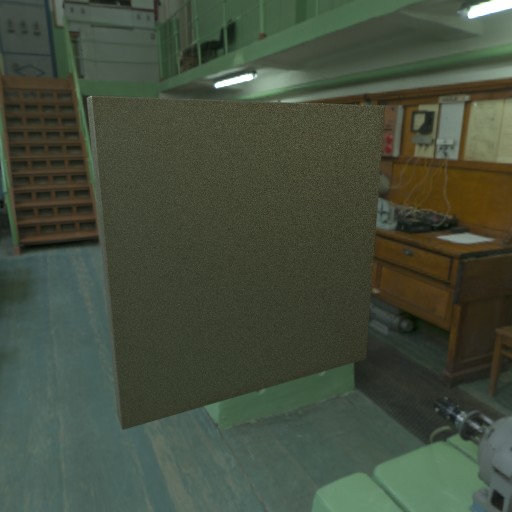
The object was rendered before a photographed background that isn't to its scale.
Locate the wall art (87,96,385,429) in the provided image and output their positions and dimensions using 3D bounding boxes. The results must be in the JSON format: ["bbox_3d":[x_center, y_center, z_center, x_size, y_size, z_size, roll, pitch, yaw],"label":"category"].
[{"bbox_3d":[0.000,0.000,0.771,0.503,0.506,0.040,-8,17,-26],"label":"wall art"}]
